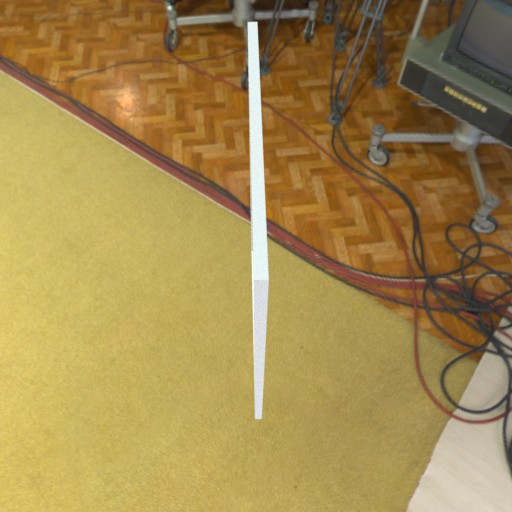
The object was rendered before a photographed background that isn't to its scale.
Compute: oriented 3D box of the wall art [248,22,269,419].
[{"bbox_3d":[0.000,0.000,0.698,0.013,0.533,0.381,-1,58,-1],"label":"wall art"}]
